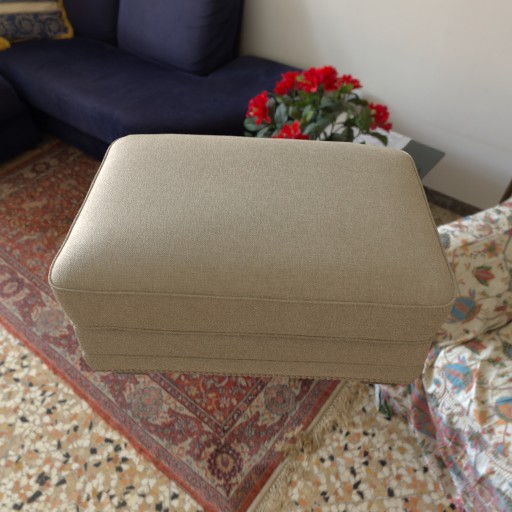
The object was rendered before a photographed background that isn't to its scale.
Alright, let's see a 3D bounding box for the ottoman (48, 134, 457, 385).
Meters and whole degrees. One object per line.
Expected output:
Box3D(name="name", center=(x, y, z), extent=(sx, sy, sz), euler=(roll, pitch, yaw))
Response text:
Box3D(name="ottoman", center=(0.000, 0.000, 1.142), extent=(0.813, 0.458, 0.559), euler=(2, 47, 2))
